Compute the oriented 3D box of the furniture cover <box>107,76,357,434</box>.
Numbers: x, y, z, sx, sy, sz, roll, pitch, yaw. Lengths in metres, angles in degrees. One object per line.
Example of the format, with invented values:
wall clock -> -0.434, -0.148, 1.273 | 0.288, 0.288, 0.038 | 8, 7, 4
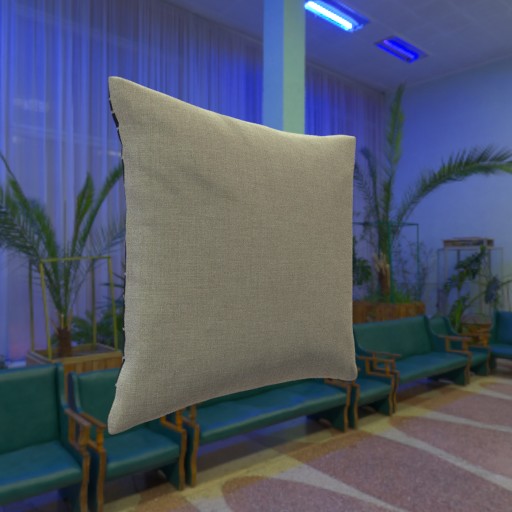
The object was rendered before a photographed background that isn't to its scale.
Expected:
furniture cover -> 0.000, 0.000, 0.774 | 0.517, 0.508, 0.158 | 1, -2, -37
